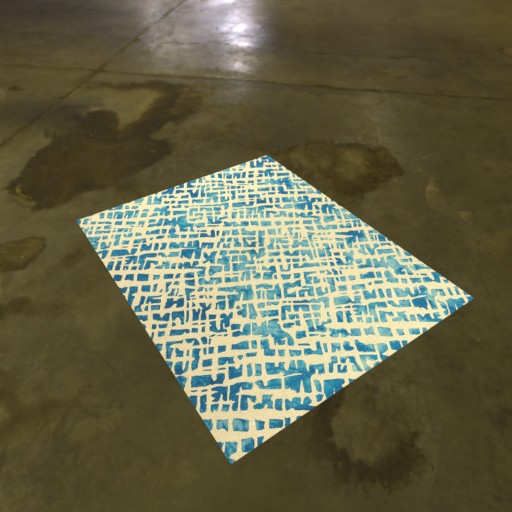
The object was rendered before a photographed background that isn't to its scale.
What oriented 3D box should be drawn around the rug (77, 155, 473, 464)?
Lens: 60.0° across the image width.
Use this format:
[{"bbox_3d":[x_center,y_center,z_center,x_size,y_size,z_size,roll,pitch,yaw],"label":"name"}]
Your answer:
[{"bbox_3d":[0.000,0.000,4.162,2.435,0.007,3.007,-24,47,-25],"label":"rug"}]
